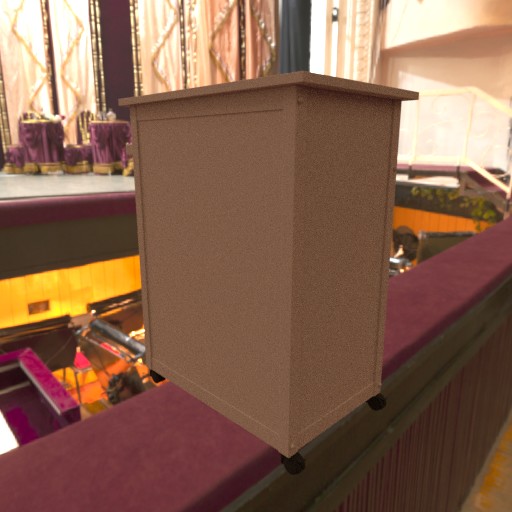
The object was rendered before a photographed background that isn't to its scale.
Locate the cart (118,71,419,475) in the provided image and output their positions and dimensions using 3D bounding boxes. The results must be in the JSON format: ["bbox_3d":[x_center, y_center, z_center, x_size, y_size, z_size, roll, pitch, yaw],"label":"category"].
[{"bbox_3d":[0.000,0.000,1.266,0.442,0.864,0.683,-13,19,-43],"label":"cart"}]
